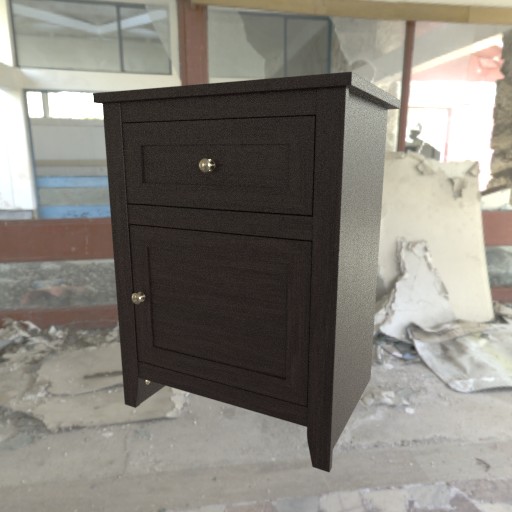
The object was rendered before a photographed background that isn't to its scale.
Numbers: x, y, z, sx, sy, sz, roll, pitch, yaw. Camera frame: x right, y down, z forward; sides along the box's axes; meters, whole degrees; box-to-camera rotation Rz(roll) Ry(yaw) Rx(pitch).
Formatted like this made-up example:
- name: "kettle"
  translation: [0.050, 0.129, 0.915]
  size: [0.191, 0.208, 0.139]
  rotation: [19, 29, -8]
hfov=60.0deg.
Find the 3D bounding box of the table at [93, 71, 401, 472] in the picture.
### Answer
- name: "table"
  translation: [0.000, 0.000, 0.933]
  size: [0.480, 0.635, 0.381]
  rotation: [7, 15, 26]
